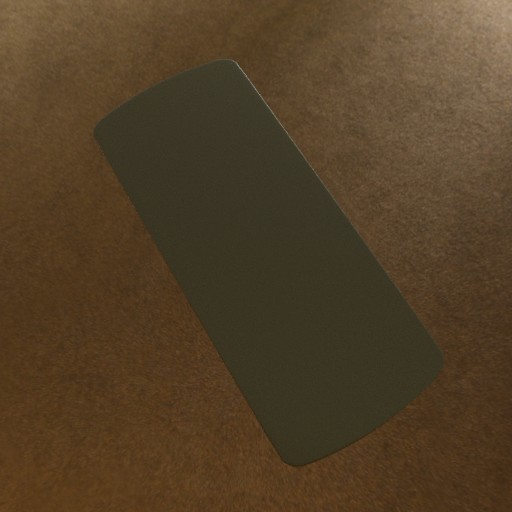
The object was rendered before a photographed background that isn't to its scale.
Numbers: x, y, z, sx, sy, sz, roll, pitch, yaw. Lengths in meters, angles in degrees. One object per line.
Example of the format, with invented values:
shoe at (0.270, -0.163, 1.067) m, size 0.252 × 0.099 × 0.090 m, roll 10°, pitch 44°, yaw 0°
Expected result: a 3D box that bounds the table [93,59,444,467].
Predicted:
table at (0.000, 0.000, 1.626) m, size 0.571 × 0.457 × 1.333 m, roll -31°, pitch 77°, yaw -8°
